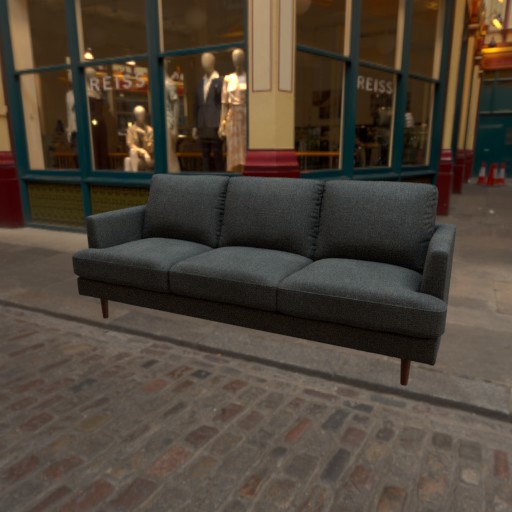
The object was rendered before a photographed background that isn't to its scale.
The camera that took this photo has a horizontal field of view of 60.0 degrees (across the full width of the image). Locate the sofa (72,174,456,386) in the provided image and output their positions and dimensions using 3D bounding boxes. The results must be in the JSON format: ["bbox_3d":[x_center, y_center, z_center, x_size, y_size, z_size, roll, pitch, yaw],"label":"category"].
[{"bbox_3d":[0.000,0.000,2.754,2.246,0.930,0.903,7,16,25],"label":"sofa"}]
